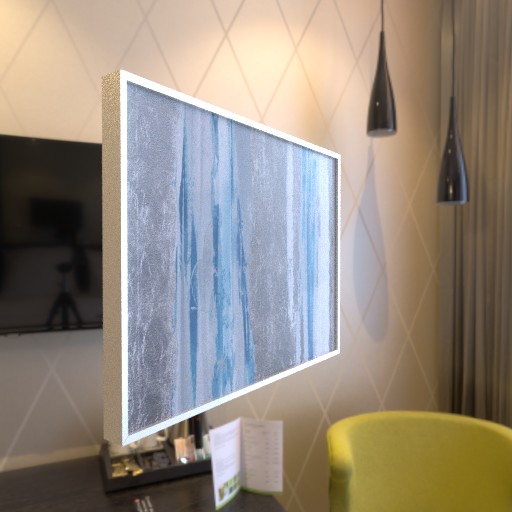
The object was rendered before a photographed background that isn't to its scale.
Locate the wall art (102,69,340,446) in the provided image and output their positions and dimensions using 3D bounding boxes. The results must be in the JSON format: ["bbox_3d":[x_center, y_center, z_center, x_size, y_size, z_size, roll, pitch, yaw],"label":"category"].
[{"bbox_3d":[0.000,0.000,1.387,0.066,0.801,1.056,1,1,36],"label":"wall art"}]
